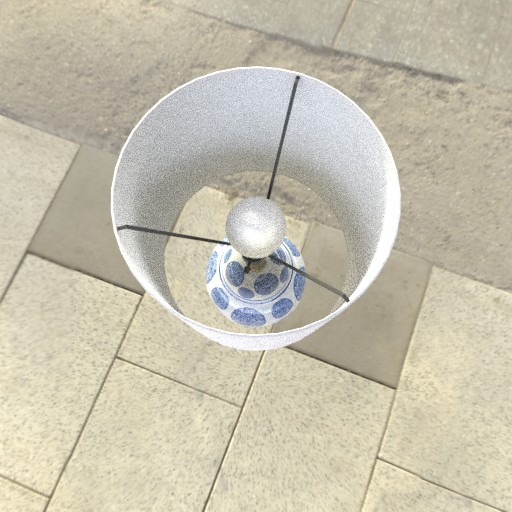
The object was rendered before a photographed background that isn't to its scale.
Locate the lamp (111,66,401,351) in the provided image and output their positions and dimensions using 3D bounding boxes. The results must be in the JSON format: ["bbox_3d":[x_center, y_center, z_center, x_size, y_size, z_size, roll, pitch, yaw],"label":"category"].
[{"bbox_3d":[0.000,0.000,0.513,0.215,0.381,0.215,18,76,5],"label":"lamp"}]
